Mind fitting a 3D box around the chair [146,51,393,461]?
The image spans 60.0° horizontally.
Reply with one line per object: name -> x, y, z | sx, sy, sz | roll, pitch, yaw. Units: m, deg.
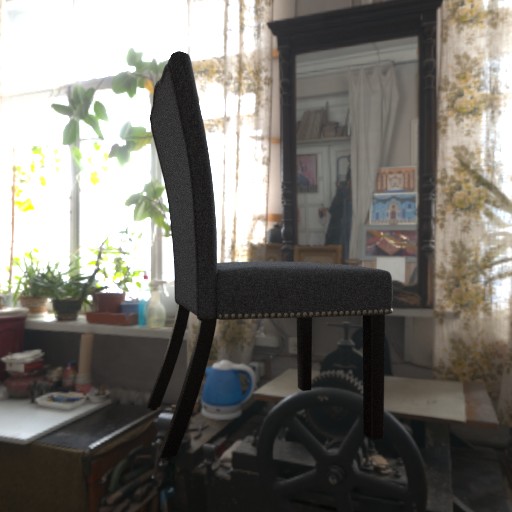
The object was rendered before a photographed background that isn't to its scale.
chair -> 0.000, 0.000, 1.283 | 0.589, 0.946, 0.518 | 0, 0, -19
